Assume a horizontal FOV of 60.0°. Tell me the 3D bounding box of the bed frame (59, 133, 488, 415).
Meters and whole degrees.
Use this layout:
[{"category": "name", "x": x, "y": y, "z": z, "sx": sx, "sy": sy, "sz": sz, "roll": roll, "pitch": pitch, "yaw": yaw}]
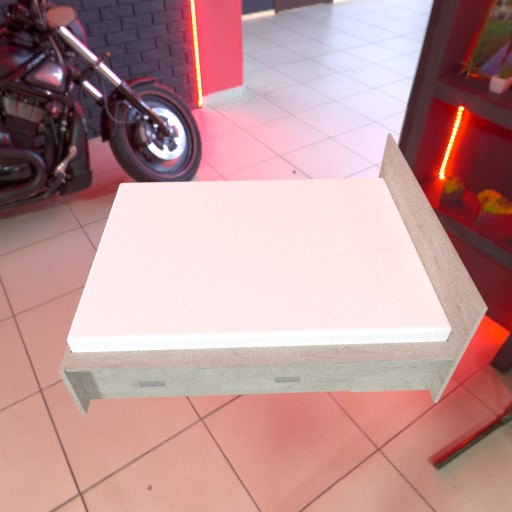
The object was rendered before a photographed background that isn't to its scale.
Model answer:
[{"category": "bed frame", "x": 0.000, "y": 0.000, "z": 2.770, "sx": 1.960, "sy": 0.800, "sz": 1.622, "roll": -1, "pitch": 42, "yaw": -2}]
